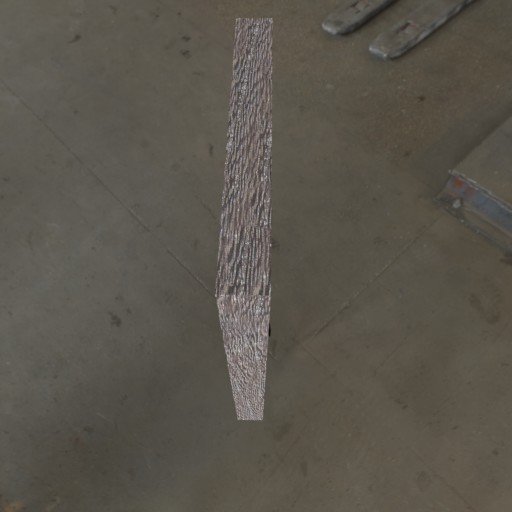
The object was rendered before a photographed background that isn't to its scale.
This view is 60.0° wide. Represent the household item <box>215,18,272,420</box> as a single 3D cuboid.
[{"bbox_3d":[0.000,0.000,0.236,0.020,0.180,0.133,1,59,1],"label":"household item"}]
